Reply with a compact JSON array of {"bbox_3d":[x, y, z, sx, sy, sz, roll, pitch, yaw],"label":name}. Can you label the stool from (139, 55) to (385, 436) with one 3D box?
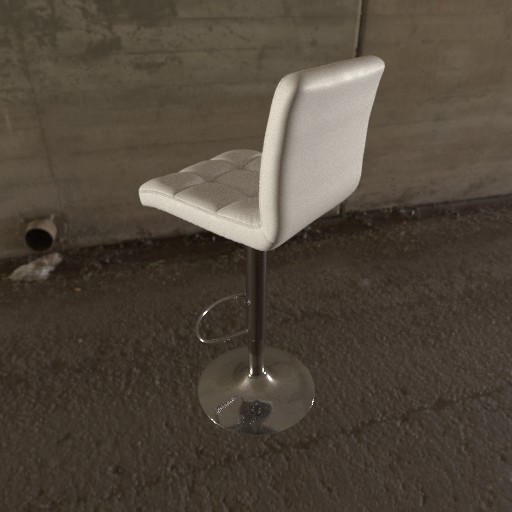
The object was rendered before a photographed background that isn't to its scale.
[{"bbox_3d":[0.000,0.000,1.339,0.505,1.115,0.430,21,37,31],"label":"stool"}]
